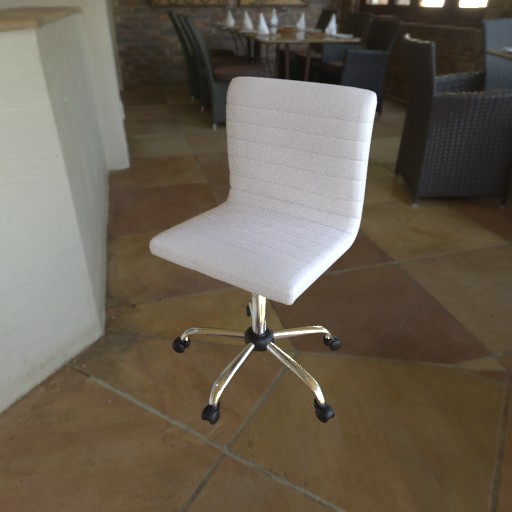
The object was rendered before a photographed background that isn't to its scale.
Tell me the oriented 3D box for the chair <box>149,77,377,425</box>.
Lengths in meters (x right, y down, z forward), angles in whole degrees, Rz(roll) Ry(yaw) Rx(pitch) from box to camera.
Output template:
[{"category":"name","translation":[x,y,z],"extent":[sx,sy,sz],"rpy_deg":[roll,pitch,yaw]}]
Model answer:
[{"category":"chair","translation":[0.000,0.000,1.071],"extent":[0.520,0.750,0.455],"rpy_deg":[18,35,28]}]
